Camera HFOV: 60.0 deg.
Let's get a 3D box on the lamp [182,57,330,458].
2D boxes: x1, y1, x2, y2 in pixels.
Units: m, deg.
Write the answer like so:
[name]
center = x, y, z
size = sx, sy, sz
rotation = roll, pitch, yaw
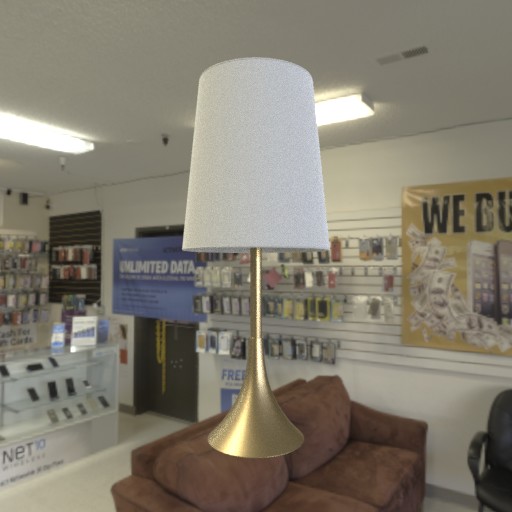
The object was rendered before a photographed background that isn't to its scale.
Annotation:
[lamp]
center = 0.000, 0.000, 0.702
size = 0.231, 0.569, 0.231
rotation = 0, -1, 0
